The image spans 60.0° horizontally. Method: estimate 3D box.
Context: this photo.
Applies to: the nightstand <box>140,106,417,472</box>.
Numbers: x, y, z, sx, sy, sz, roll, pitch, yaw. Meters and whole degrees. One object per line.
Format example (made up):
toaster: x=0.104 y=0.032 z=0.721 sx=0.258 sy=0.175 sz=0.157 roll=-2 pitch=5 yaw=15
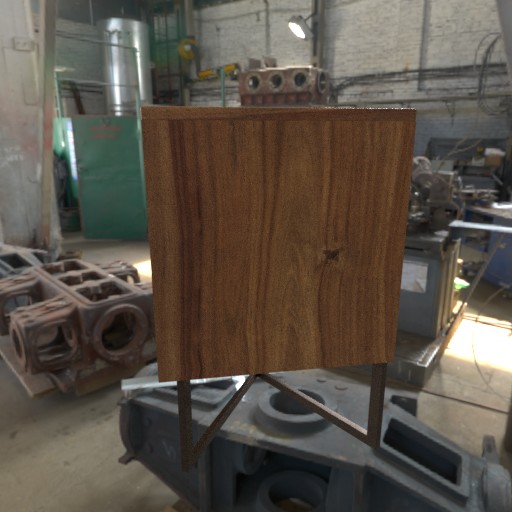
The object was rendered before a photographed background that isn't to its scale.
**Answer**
nightstand: x=0.000 y=0.000 z=1.016 sx=0.427 sy=0.615 sz=0.613 roll=-3 pitch=16 yaw=-9
